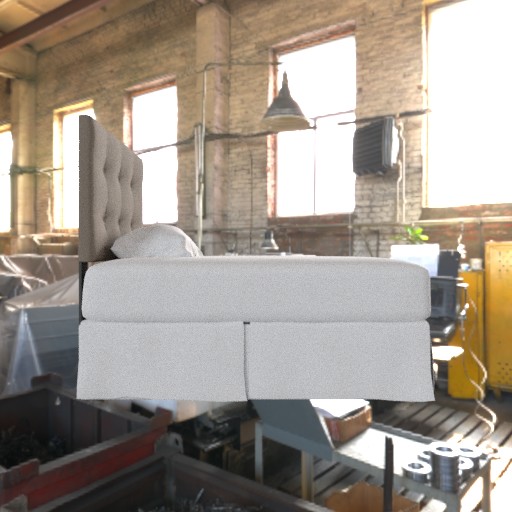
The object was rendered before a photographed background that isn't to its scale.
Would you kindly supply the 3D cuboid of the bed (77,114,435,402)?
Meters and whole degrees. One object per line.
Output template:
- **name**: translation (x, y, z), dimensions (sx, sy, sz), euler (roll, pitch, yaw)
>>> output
- **bed**: translation (0.000, 0.000, 2.997), dimensions (1.997, 1.571, 1.261), euler (0, 0, 0)
